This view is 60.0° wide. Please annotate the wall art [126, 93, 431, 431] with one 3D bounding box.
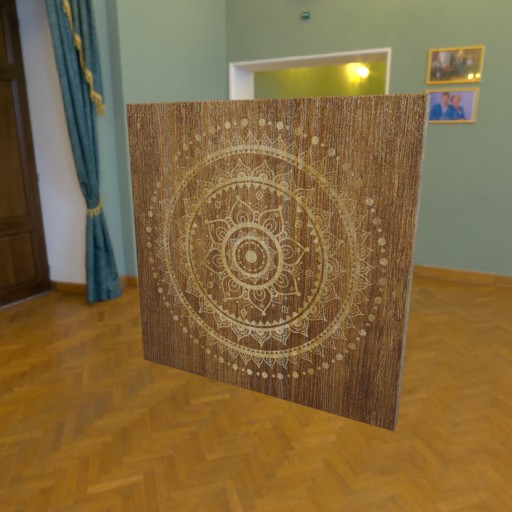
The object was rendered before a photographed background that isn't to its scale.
[{"bbox_3d":[0.000,0.000,0.906,0.611,0.608,0.042,7,17,26],"label":"wall art"}]
